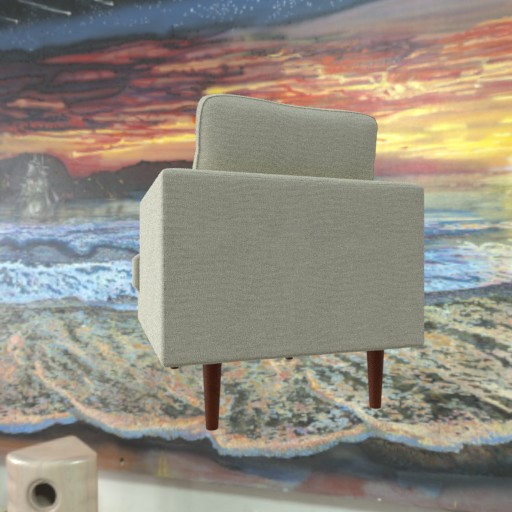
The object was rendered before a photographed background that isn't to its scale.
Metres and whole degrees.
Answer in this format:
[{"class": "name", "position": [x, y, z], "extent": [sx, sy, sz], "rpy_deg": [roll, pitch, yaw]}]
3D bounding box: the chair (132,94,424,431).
[{"class": "chair", "position": [0.000, 0.000, 1.671], "extent": [0.858, 0.957, 0.899], "rpy_deg": [0, 0, -19]}]
